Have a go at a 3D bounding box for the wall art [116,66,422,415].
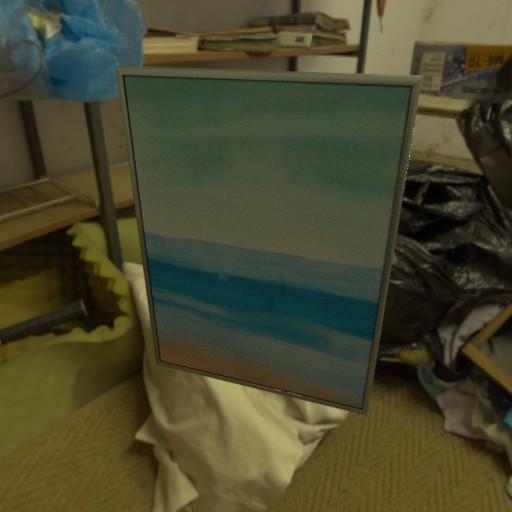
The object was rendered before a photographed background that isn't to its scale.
[{"bbox_3d":[0.000,0.000,1.374,0.803,1.062,0.041,9,29,16],"label":"wall art"}]
